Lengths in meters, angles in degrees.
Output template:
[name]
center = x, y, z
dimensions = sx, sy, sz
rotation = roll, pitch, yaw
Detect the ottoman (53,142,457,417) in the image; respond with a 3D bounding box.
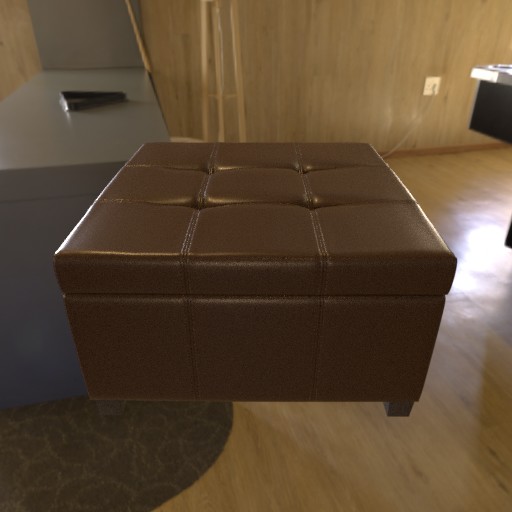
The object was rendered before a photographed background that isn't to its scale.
[ottoman]
center = 0.000, 0.000, 1.277
dimensions = 0.788, 0.460, 0.787
rotation = 0, 30, 0
